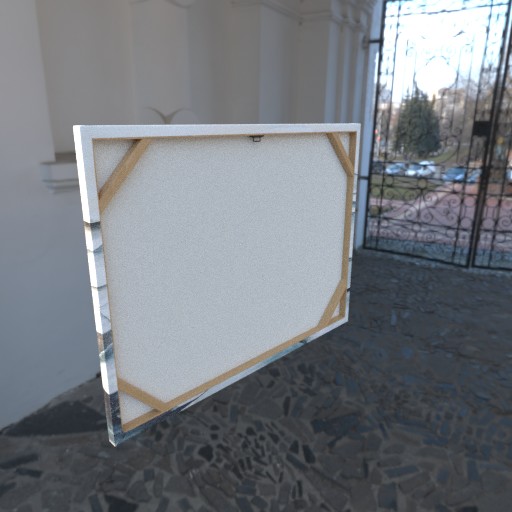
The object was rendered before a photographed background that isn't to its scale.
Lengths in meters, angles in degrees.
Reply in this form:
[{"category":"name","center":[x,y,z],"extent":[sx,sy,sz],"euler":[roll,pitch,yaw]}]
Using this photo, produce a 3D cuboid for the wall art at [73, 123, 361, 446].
[{"category":"wall art","center":[0.000,0.000,1.606],"extent":[0.039,0.915,1.219],"euler":[16,23,43]}]
